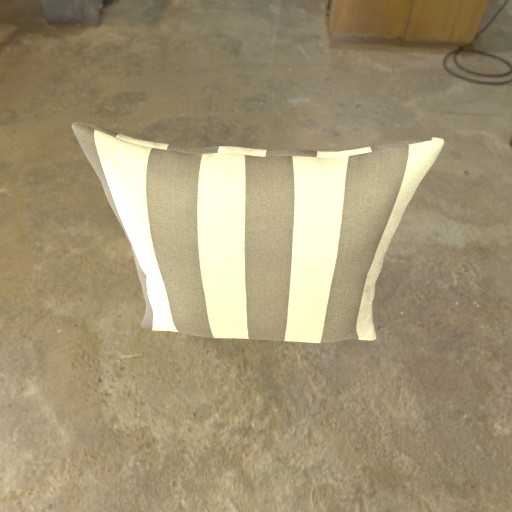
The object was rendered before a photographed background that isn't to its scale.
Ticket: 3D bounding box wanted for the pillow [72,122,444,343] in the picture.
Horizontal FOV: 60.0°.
[{"bbox_3d":[0.000,0.000,0.796,0.522,0.507,0.192,3,47,3],"label":"pillow"}]
